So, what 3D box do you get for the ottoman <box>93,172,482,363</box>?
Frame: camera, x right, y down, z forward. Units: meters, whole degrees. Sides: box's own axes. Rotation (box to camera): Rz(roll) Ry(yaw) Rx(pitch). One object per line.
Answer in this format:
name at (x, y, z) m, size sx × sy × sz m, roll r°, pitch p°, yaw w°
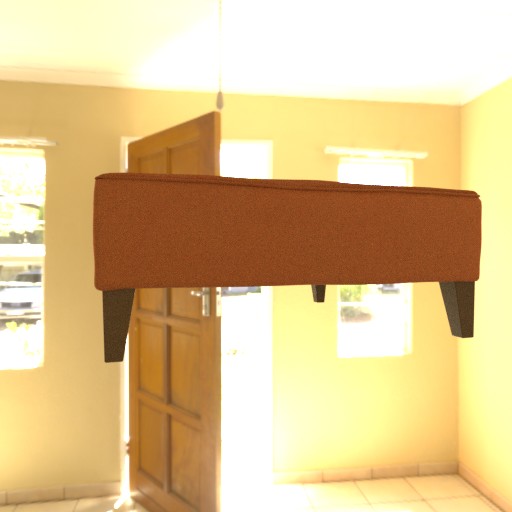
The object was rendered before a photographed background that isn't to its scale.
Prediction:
ottoman at (0.000, 0.000, 1.510) m, size 0.999 × 0.438 × 0.997 m, roll 0°, pitch 0°, yaw -17°
